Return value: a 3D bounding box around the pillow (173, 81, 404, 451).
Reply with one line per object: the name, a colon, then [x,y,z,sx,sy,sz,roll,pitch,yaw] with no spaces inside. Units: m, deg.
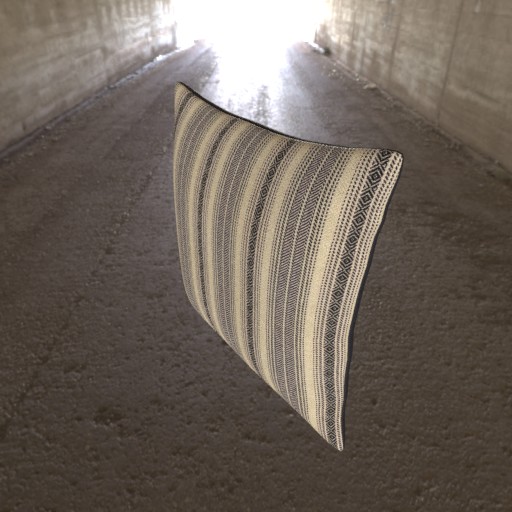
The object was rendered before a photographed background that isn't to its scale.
pillow: [0.000,0.000,0.780,0.166,0.508,0.520,-21,37,-30]
